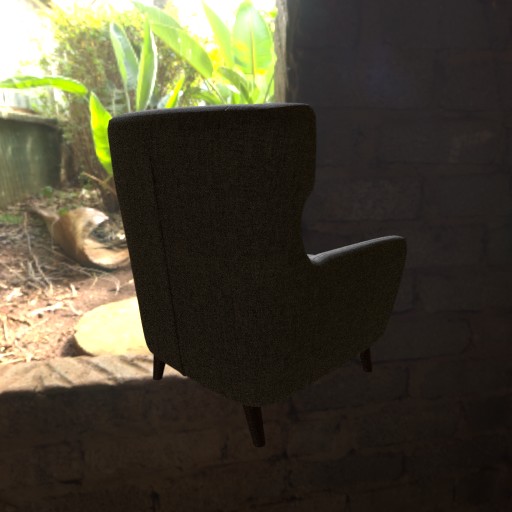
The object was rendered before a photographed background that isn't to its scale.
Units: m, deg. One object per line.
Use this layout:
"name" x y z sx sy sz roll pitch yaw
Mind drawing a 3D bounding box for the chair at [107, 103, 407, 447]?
"chair" 0.000 0.000 1.731 0.878 1.063 0.904 14 20 43
